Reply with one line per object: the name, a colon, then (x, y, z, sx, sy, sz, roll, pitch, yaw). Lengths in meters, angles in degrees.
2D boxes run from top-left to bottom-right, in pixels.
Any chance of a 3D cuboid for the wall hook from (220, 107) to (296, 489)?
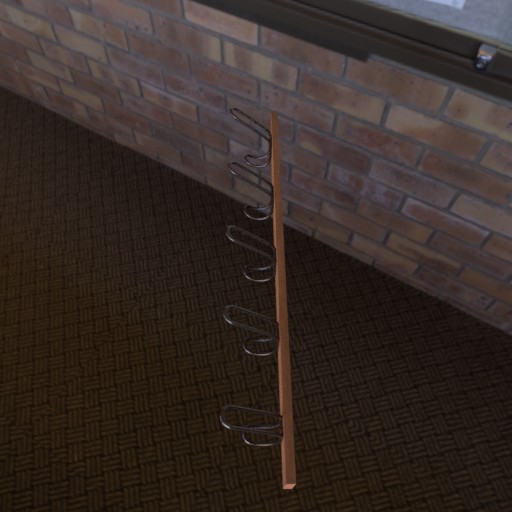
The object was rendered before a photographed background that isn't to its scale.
wall hook: (0.000, 0.000, 0.601, 0.076, 0.116, 0.554, 0, 58, 0)
